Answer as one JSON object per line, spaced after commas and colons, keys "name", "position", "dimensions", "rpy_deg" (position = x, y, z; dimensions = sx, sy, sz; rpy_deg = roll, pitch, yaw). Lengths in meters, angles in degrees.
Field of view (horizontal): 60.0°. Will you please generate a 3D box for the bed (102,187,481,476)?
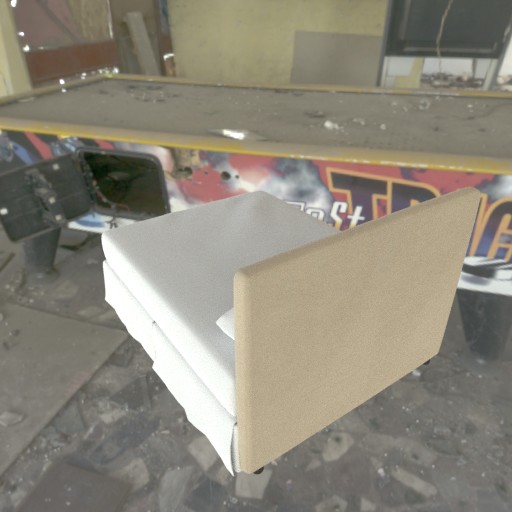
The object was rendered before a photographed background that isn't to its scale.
{"name": "bed", "position": [0.000, 0.000, 3.179], "dimensions": [1.723, 1.330, 2.142], "rpy_deg": [-19, 35, -30]}
